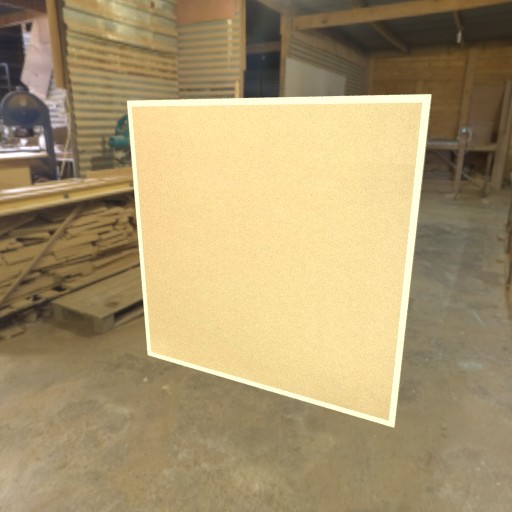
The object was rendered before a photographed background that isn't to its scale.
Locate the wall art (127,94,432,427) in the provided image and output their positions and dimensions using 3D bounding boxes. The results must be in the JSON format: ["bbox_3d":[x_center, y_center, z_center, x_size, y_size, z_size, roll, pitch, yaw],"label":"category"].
[{"bbox_3d":[0.000,0.000,0.830,0.557,0.557,0.012,9,19,26],"label":"wall art"}]
